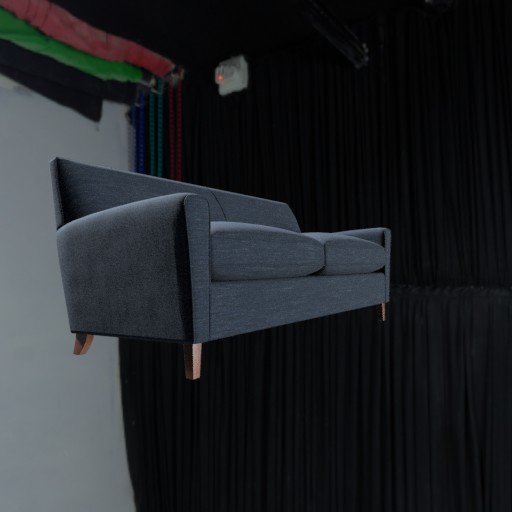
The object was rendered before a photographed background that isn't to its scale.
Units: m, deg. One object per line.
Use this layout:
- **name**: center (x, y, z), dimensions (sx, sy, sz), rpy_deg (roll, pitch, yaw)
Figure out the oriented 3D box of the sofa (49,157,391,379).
- **sofa**: center (0.000, 0.000, 2.453), dimensions (0.875, 0.846, 1.976), rpy_deg (-1, -1, 36)
